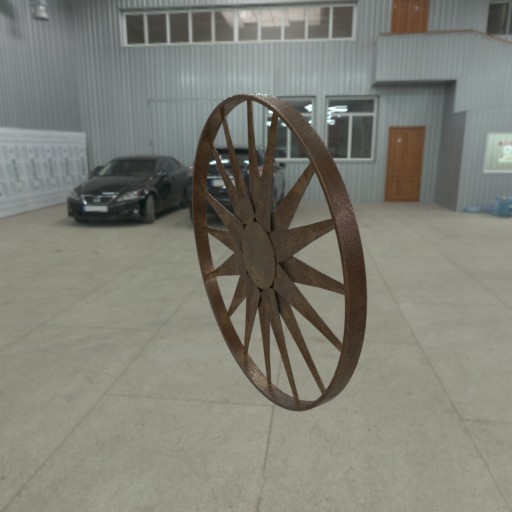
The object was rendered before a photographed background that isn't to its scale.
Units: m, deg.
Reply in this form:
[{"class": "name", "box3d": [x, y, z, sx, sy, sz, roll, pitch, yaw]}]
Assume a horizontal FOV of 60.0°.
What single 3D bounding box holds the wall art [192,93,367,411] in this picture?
[{"class": "wall art", "box3d": [0.000, 0.000, 0.845, 0.084, 0.583, 0.582, -7, 15, -27]}]
